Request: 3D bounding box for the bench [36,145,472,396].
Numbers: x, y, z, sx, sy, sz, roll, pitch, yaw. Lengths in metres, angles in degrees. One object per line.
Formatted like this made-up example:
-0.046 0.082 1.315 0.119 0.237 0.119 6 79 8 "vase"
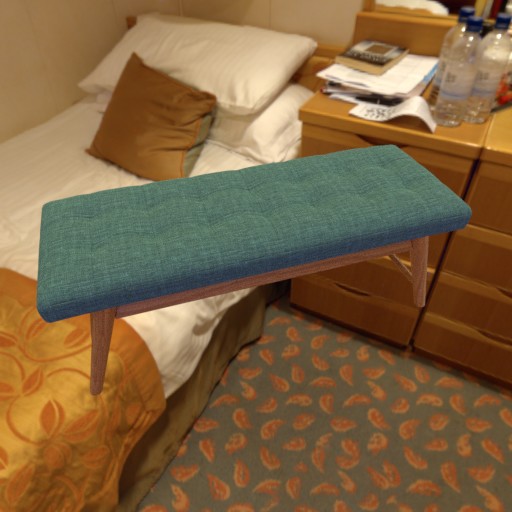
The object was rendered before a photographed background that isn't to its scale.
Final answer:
0.000 0.000 1.325 1.118 0.432 0.406 -12 42 -14 "bench"
